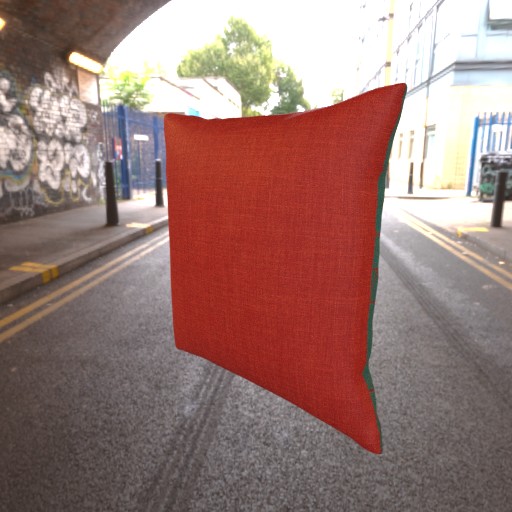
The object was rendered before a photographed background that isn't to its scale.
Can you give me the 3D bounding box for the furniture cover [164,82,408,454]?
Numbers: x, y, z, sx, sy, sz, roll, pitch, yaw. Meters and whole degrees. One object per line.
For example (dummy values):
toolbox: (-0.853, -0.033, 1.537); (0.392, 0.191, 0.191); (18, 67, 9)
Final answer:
furniture cover: (0.000, 0.000, 0.764); (0.158, 0.508, 0.517); (-12, 17, -43)
